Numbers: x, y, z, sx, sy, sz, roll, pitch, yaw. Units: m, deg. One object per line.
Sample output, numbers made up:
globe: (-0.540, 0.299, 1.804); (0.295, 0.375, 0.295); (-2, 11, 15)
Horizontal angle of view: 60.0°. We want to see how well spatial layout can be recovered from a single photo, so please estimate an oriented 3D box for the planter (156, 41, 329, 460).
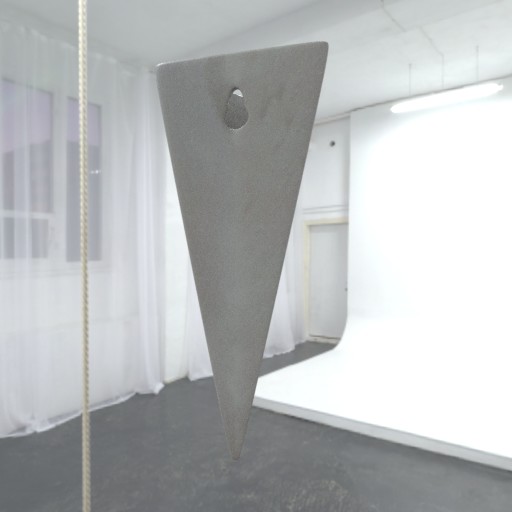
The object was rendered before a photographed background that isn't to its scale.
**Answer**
planter: (0.000, 0.000, 0.162); (0.058, 0.130, 0.047); (0, 0, 17)
